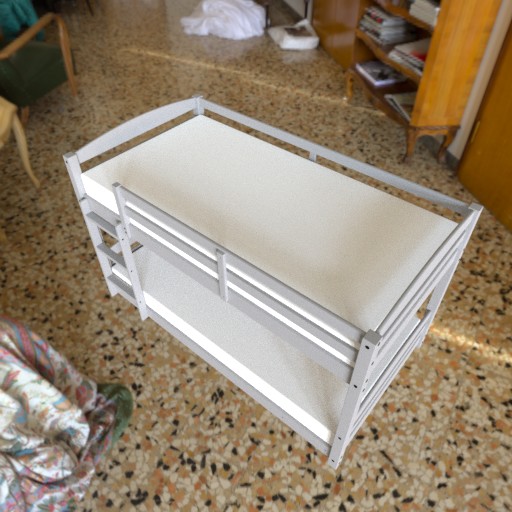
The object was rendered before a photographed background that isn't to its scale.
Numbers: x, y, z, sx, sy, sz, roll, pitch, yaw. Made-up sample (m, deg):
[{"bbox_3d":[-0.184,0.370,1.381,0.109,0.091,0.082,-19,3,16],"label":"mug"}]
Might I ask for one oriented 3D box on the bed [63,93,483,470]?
[{"bbox_3d":[0.000,0.000,2.737,2.013,1.206,1.105,30,52,28],"label":"bed"}]
